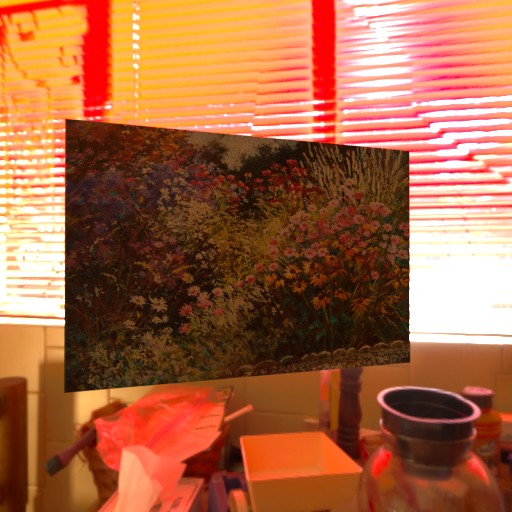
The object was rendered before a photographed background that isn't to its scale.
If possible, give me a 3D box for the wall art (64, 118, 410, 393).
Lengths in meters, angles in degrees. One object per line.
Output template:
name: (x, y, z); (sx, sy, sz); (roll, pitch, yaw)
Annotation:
wall art: (0.000, 0.000, 0.770); (0.610, 0.406, 0.037); (0, 0, -18)
